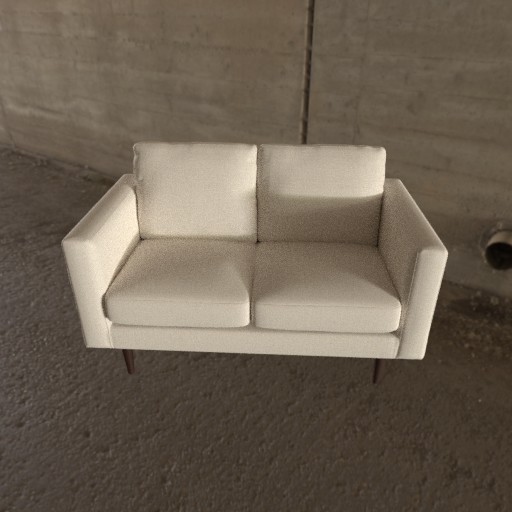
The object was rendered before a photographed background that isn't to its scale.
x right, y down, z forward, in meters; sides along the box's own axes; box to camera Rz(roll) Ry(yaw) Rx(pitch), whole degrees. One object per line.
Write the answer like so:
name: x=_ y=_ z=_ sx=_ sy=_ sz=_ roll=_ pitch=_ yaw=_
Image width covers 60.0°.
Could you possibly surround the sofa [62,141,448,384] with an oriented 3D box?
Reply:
sofa: x=0.000 y=0.000 z=2.039 sx=1.430 sy=0.908 sz=0.796 roll=2 pitch=30 yaw=3
